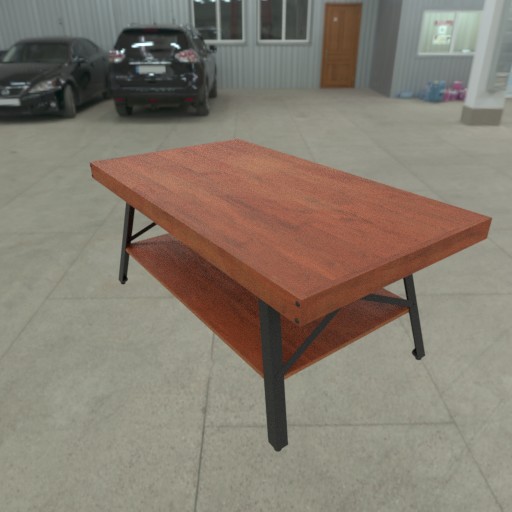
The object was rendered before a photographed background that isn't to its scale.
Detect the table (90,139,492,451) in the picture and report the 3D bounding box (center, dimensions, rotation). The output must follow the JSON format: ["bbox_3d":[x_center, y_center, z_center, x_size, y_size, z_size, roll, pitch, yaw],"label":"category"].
[{"bbox_3d":[0.000,0.000,1.377,0.610,0.457,1.067,-19,32,-32],"label":"table"}]
